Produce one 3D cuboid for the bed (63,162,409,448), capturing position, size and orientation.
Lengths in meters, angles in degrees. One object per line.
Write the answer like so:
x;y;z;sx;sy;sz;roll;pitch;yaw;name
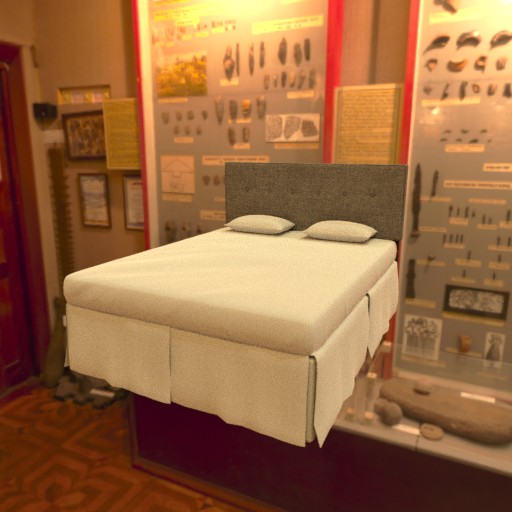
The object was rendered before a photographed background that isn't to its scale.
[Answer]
0.000;0.000;2.979;1.621;1.168;1.958;7;15;27;bed
